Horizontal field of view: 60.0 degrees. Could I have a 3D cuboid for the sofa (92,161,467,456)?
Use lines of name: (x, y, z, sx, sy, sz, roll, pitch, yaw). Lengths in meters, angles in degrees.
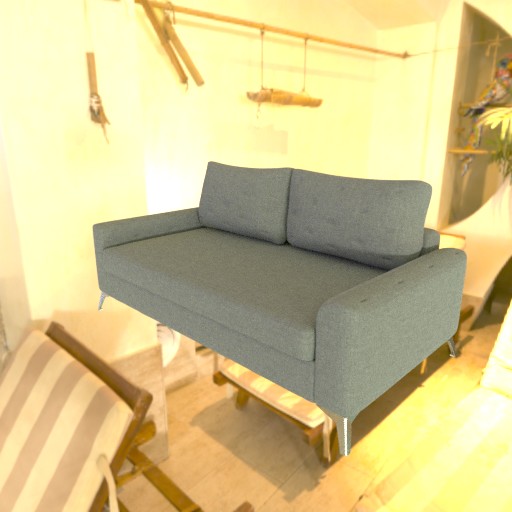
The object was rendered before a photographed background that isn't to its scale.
sofa: (0.000, 0.000, 2.115, 1.650, 0.790, 0.920, 16, 23, 42)
